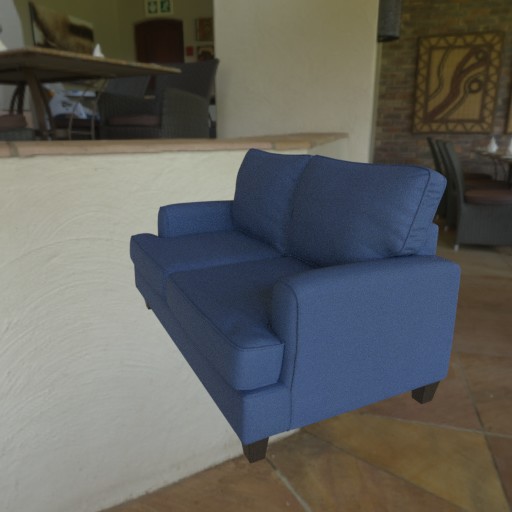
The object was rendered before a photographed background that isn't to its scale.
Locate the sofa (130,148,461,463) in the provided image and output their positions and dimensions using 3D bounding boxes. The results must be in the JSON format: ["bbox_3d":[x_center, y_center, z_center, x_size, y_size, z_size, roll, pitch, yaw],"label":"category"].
[{"bbox_3d":[0.000,0.000,2.186,0.965,0.965,1.651,-8,18,-25],"label":"sofa"}]
